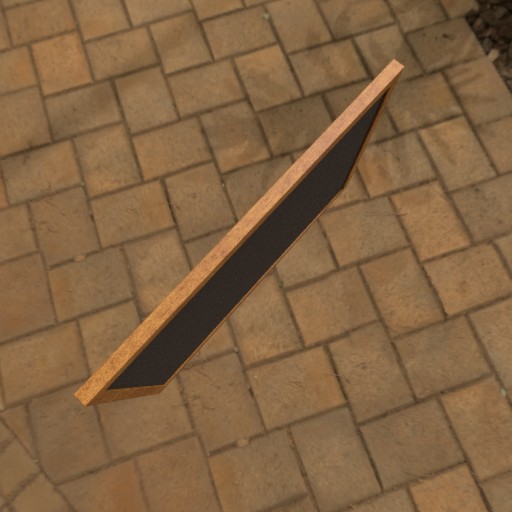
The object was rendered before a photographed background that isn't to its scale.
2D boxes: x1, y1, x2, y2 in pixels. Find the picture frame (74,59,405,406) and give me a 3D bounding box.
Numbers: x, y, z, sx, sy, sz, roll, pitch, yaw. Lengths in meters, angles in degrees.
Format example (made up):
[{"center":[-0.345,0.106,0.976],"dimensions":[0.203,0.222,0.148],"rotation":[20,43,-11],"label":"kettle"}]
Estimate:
[{"center":[0.000,0.000,1.158],"dimensions":[0.029,0.621,0.922],"rotation":[41,78,10],"label":"picture frame"}]
